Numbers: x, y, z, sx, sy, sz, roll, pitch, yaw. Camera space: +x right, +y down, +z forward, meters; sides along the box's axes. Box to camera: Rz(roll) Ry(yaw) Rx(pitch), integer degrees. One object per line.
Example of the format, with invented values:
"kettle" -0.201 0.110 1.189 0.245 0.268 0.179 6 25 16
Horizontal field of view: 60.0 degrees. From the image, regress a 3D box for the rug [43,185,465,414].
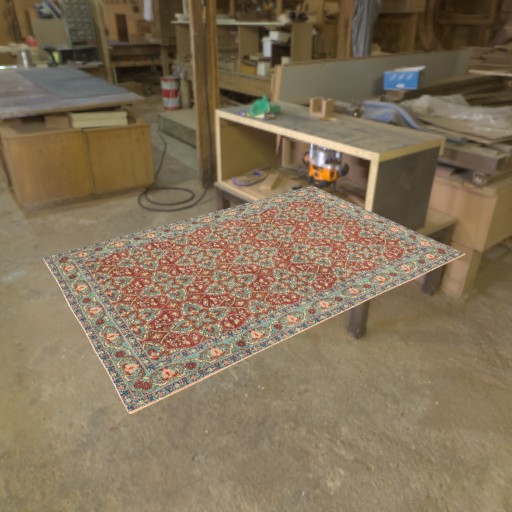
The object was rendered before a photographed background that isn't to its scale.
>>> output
"rug" 0.000 0.000 2.301 1.829 0.009 1.219 -19 35 -30
